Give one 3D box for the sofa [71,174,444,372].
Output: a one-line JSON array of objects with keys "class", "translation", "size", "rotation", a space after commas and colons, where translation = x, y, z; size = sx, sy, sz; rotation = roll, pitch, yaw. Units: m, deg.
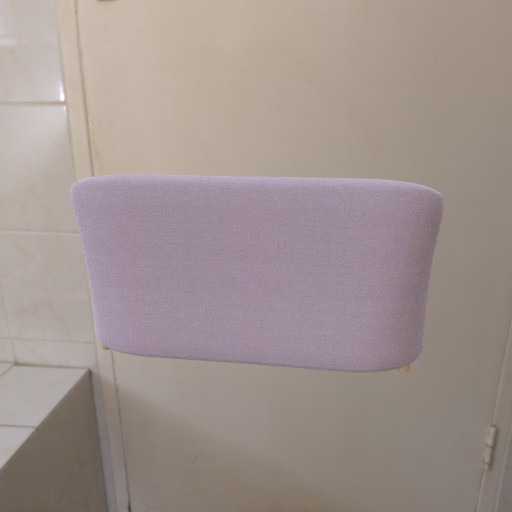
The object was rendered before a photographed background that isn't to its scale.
[{"class": "sofa", "translation": [0.000, 0.000, 1.828], "size": [1.452, 0.721, 0.705], "rotation": [2, 17, 8]}]
